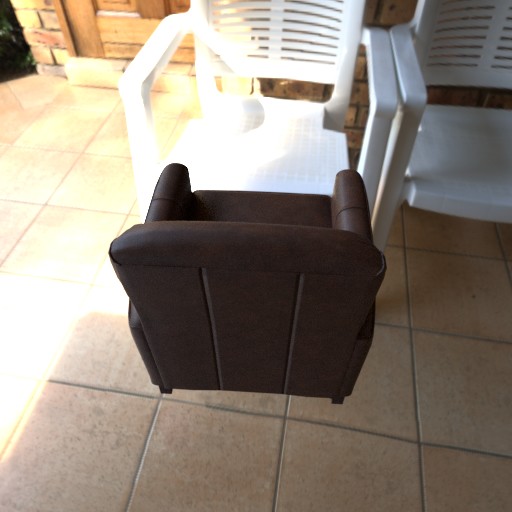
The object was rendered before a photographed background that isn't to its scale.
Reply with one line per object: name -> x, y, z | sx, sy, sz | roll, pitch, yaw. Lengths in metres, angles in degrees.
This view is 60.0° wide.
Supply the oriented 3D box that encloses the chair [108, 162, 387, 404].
chair -> 0.000, 0.000, 1.643 | 0.839, 1.010, 0.850 | 3, 49, 2
